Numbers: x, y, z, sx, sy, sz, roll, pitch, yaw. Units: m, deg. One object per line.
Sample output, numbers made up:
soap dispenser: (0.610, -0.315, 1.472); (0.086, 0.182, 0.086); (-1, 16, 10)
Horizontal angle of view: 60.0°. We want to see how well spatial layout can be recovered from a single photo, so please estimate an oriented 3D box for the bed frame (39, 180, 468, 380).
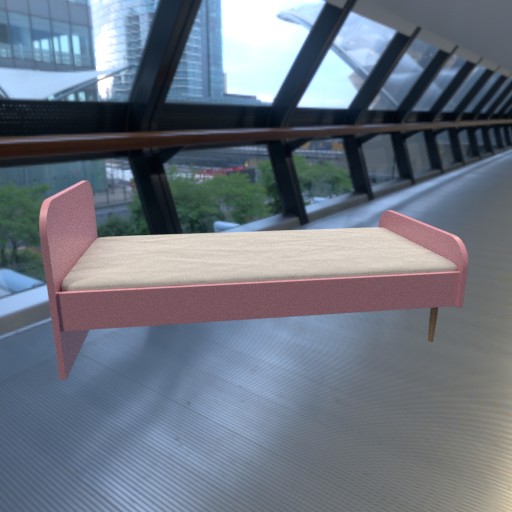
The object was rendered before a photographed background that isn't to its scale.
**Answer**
bed frame: (0.000, 0.000, 2.524); (1.963, 0.805, 0.998); (-2, 16, -9)
